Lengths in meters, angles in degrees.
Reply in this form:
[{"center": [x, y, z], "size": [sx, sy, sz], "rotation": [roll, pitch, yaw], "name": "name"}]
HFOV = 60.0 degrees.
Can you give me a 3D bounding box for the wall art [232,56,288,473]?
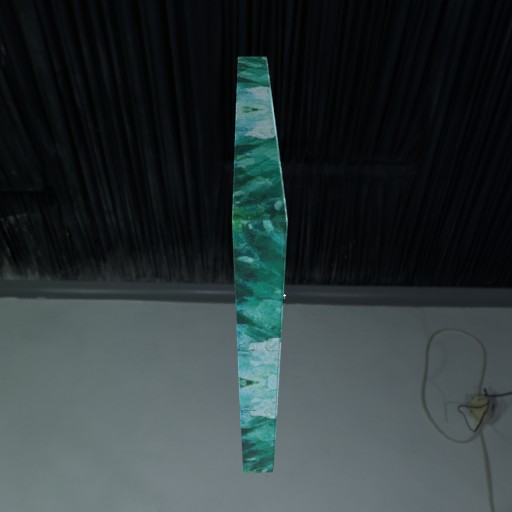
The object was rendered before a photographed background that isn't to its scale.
[{"center": [0.000, 0.000, 0.468], "size": [0.033, 0.313, 0.313], "rotation": [-1, 40, -1], "name": "wall art"}]
